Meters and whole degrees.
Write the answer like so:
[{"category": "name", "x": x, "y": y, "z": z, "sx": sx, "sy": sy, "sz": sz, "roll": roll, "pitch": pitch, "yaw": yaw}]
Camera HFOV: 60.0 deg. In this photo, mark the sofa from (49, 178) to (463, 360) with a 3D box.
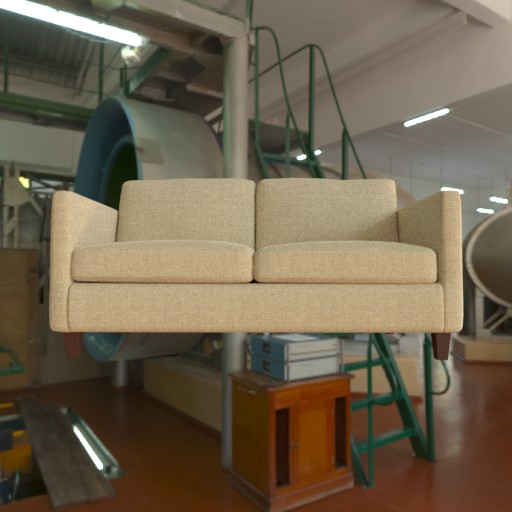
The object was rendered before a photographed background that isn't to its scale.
[{"category": "sofa", "x": 0.000, "y": 0.000, "z": 2.436, "sx": 1.884, "sy": 0.963, "sz": 0.950, "roll": 0, "pitch": -2, "yaw": 1}]
